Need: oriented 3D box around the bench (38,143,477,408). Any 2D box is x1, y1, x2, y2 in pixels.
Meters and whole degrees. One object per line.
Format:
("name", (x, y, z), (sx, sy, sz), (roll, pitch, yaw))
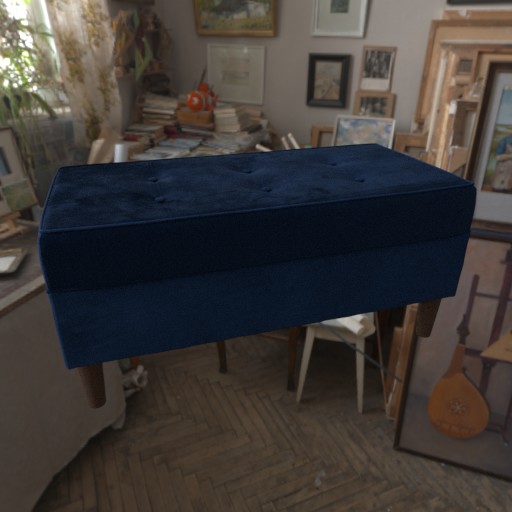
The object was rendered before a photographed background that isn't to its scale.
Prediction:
("bench", (0.000, 0.000, 1.238), (1.010, 0.467, 0.489), (-8, 28, -15))
